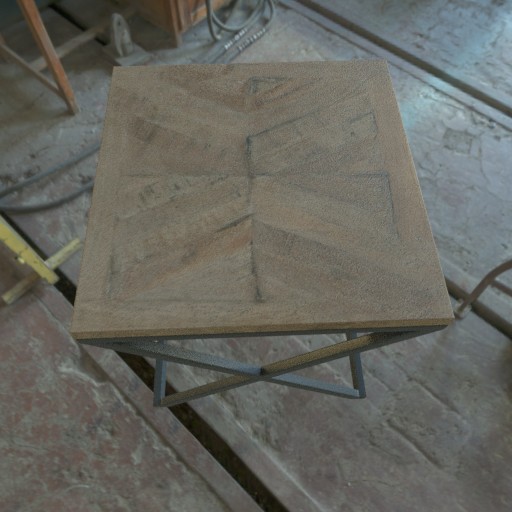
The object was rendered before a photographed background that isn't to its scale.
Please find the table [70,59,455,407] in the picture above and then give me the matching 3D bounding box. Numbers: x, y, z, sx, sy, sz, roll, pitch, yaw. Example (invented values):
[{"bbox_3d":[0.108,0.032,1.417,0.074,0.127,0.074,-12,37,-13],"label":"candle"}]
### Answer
[{"bbox_3d":[0.000,0.000,0.923,0.498,0.550,0.499,-2,62,-1],"label":"table"}]
